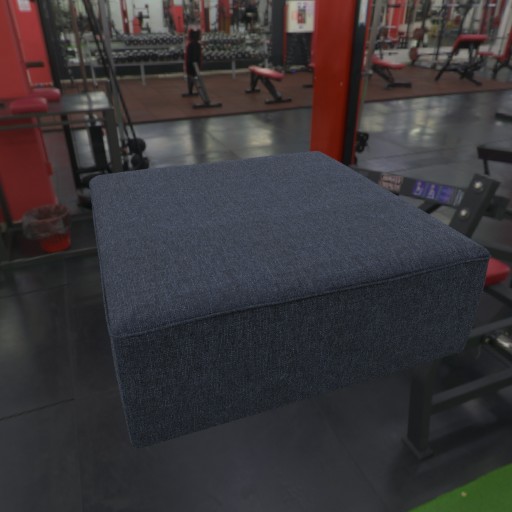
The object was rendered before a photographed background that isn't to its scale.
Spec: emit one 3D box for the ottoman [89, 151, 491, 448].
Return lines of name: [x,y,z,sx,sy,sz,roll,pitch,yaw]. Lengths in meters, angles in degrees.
ottoman: [0.000,0.000,1.527,1.023,0.423,1.017,-10,31,-17]
